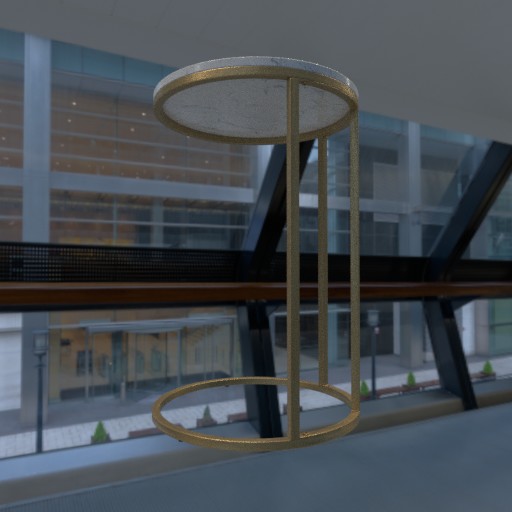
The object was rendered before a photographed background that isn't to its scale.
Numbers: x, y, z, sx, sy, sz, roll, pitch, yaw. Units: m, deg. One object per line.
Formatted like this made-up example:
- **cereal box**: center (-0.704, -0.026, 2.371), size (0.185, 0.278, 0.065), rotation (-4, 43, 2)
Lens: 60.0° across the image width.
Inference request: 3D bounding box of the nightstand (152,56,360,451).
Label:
- **nightstand**: center (0.000, 0.000, 0.880), size (0.400, 0.610, 0.400), rotation (0, -1, 17)
